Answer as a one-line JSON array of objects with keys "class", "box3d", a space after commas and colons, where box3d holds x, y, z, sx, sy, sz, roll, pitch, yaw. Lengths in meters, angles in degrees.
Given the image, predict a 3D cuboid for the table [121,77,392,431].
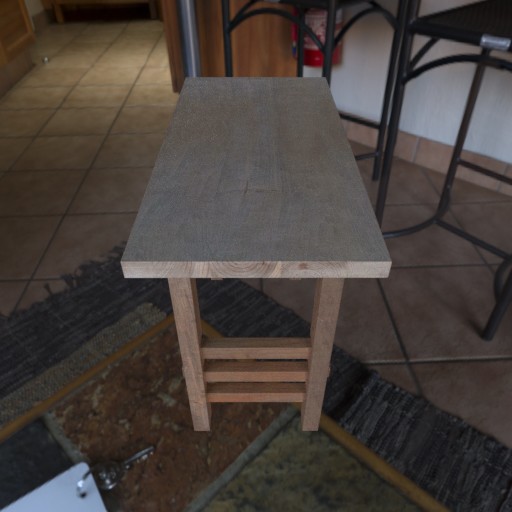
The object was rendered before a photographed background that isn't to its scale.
[{"class": "table", "box3d": [0.000, 0.000, 1.627, 0.556, 0.914, 1.119, 0, 40, 0]}]
